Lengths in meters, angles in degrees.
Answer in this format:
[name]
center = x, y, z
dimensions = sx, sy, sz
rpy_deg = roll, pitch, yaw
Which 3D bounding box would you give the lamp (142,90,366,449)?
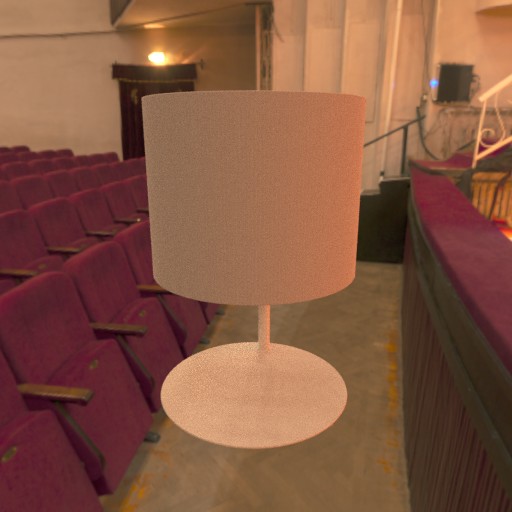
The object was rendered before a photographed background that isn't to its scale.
[lamp]
center = 0.000, 0.000, 0.685
dimensions = 0.299, 0.454, 0.341
rpy_deg = 2, 16, 8
